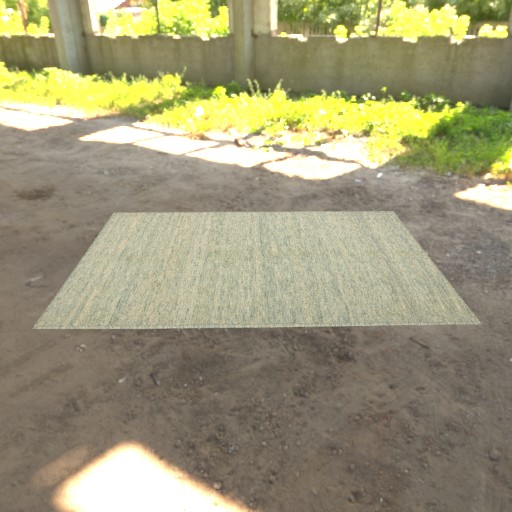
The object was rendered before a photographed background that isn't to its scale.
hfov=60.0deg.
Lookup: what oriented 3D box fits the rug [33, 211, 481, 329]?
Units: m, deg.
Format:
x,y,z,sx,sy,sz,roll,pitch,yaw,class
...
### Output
x,y,z,sx,sy,sz,roll,pitch,yaw,class
0.000,0.000,2.382,1.850,0.015,1.250,-1,28,-1,rug
